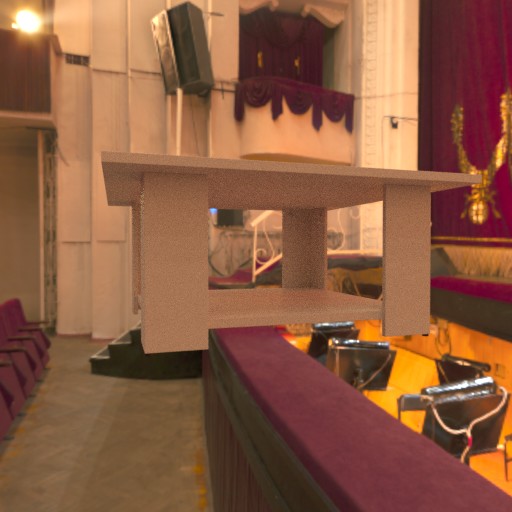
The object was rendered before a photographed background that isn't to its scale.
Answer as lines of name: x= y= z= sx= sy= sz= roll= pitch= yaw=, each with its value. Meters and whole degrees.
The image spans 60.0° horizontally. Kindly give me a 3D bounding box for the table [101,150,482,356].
table: x=0.000 y=0.000 z=1.046 sx=0.670 sy=0.305 sz=0.670 roll=0 pitch=1 yaw=-18
